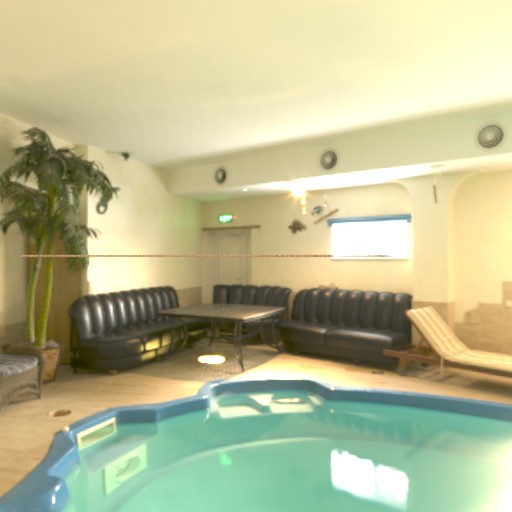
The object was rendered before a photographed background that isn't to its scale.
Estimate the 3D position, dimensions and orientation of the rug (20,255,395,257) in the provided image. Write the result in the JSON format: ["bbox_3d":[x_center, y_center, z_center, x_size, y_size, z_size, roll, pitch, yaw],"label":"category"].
[{"bbox_3d":[0.000,0.000,4.091,2.439,0.013,3.048,0,0,18],"label":"rug"}]
